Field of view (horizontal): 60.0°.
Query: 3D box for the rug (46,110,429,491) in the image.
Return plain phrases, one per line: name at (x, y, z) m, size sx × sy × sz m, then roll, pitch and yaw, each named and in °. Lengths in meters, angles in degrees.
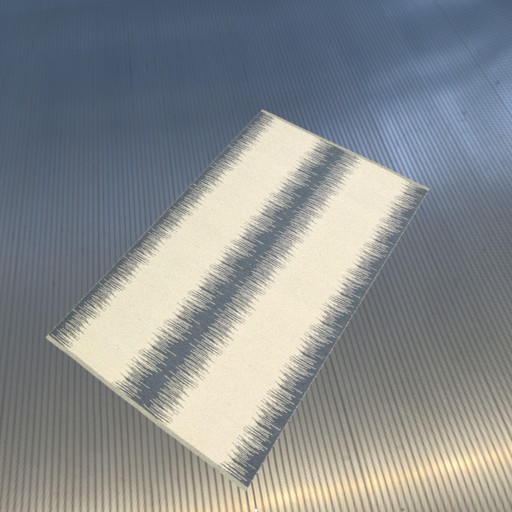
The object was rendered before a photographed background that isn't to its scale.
rug at (0.000, 0.000, 3.056) m, size 1.519 × 0.003 × 2.453 m, roll 30°, pitch 65°, yaw 16°
